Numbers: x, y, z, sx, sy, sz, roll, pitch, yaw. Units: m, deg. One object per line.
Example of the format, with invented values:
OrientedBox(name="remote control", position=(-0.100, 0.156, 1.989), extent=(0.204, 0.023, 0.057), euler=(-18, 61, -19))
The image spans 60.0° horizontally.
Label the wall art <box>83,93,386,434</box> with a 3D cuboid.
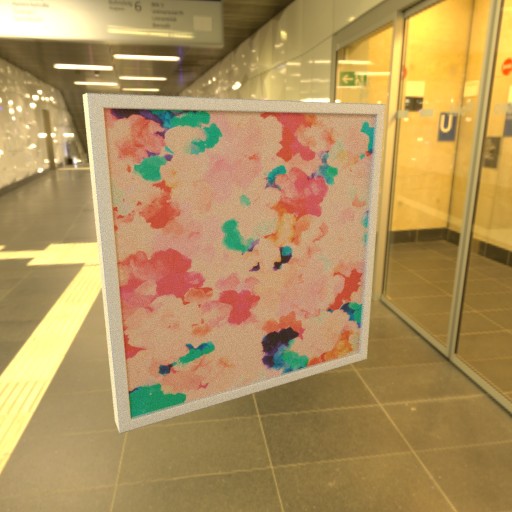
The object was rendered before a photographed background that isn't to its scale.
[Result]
OrientedBox(name="wall art", position=(0.000, 0.000, 0.761), extent=(0.506, 0.505, 0.038), euler=(-8, 18, -27))
